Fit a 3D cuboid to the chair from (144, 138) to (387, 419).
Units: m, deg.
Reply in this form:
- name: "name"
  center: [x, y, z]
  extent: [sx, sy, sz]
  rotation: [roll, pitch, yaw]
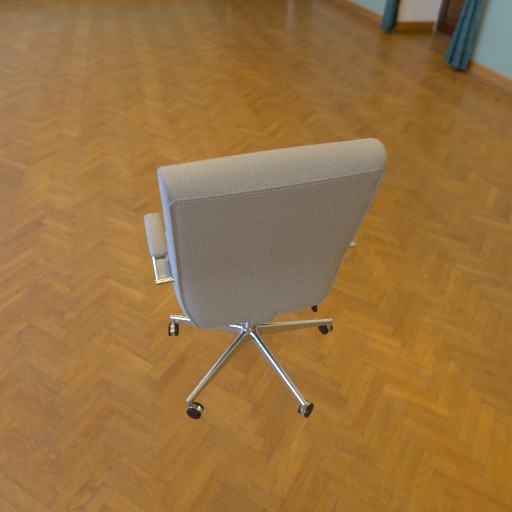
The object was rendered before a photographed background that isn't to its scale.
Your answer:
- name: "chair"
  center: [0.000, 0.000, 1.605]
  extent: [0.727, 1.099, 0.745]
  rotation: [-11, 41, -12]
